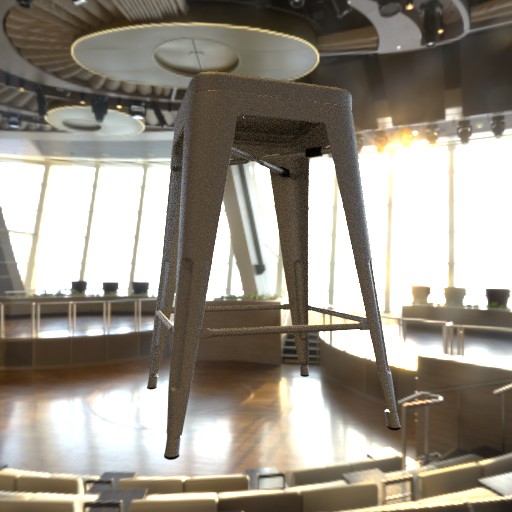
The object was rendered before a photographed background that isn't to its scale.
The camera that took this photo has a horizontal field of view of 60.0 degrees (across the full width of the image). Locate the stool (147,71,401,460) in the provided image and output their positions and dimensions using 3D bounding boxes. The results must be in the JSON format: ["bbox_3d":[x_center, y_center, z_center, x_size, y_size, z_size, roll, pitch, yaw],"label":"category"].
[{"bbox_3d":[0.000,0.000,0.905,0.406,0.610,0.406,0,-1,-18],"label":"stool"}]
